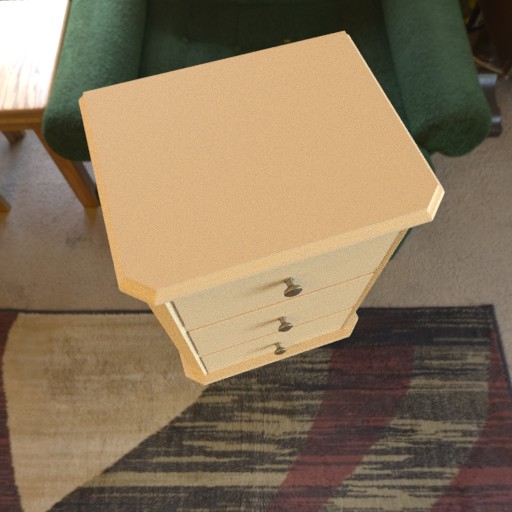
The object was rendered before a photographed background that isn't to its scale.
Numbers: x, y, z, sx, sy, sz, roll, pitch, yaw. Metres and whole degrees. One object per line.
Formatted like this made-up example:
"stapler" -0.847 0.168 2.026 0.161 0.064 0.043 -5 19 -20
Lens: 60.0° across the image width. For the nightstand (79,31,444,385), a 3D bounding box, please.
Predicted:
"nightstand" 0.000 0.000 0.906 0.435 0.681 0.351 -17 66 -8
